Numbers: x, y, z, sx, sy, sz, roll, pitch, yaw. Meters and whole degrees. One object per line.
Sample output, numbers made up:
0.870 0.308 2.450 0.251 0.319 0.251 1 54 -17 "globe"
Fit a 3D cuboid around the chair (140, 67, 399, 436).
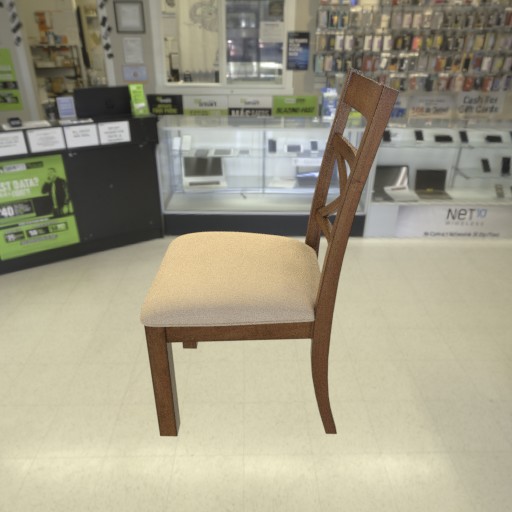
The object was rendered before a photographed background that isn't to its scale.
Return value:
0.000 0.000 1.247 0.581 0.949 0.461 1 28 1 "chair"
